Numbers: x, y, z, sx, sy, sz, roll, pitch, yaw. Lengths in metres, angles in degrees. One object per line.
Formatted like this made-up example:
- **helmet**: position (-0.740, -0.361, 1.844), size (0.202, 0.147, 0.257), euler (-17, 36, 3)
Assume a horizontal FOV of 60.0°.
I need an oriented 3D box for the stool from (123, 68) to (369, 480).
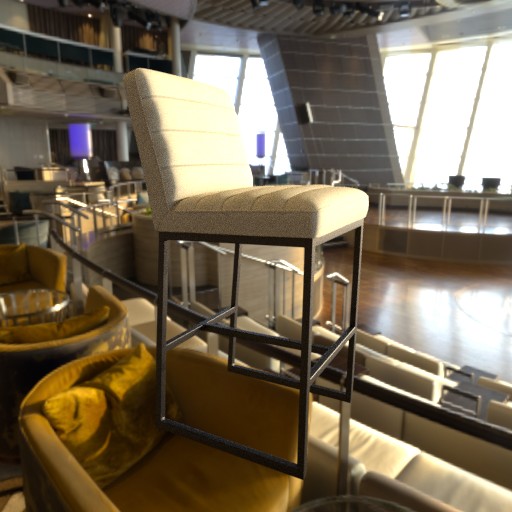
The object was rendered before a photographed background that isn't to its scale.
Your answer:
- **stool**: position (0.000, 0.000, 1.330), size (0.560, 1.040, 0.460), euler (7, 14, 28)
